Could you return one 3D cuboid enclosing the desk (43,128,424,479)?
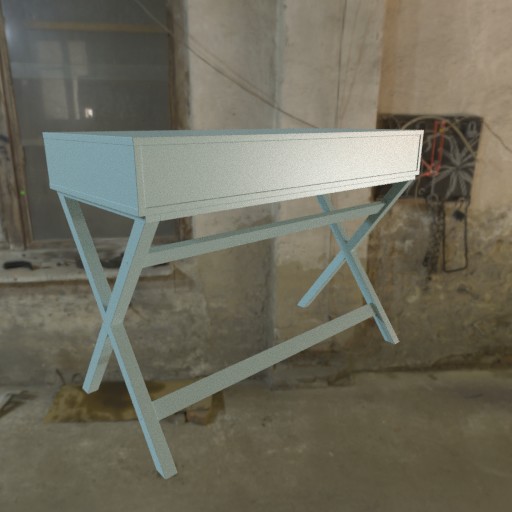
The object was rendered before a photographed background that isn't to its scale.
[{"bbox_3d":[0.000,0.000,1.438,1.059,0.780,0.509,-15,22,-40],"label":"desk"}]
